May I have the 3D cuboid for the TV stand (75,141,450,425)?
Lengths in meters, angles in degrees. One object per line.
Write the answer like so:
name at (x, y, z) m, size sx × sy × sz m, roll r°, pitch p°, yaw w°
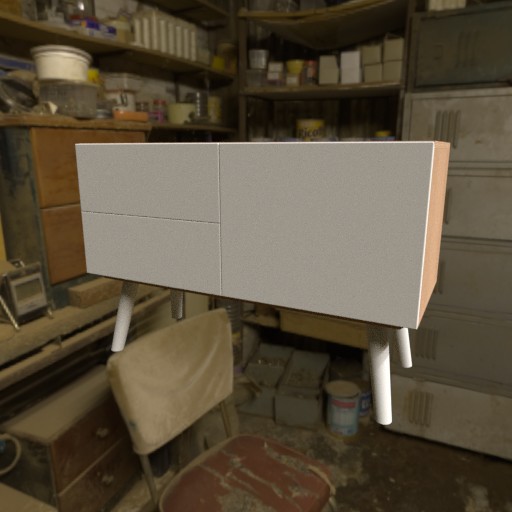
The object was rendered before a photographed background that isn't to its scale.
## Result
TV stand at (0.000, 0.000, 1.339) m, size 0.991 × 0.660 × 0.407 m, roll 7°, pitch 15°, yaw 26°
